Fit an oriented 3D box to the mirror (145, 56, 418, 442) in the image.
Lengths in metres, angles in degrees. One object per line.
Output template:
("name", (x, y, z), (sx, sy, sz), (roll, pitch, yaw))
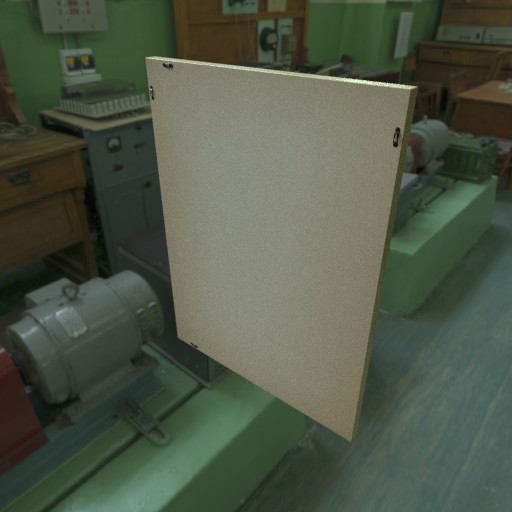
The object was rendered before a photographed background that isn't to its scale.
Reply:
("mirror", (0.000, 0.000, 1.298), (0.762, 1.016, 0.040), (22, 37, 32))
